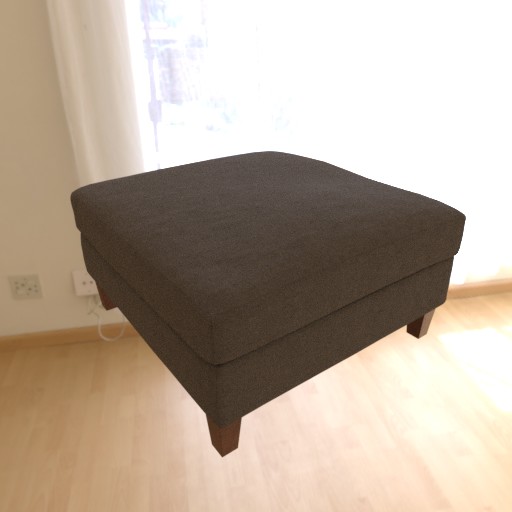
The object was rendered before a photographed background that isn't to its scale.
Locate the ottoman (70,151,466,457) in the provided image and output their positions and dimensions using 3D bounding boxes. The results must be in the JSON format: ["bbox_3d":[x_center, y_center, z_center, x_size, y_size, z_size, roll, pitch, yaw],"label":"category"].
[{"bbox_3d":[0.000,0.000,1.403,0.861,0.482,0.881,-18,32,-32],"label":"ottoman"}]
